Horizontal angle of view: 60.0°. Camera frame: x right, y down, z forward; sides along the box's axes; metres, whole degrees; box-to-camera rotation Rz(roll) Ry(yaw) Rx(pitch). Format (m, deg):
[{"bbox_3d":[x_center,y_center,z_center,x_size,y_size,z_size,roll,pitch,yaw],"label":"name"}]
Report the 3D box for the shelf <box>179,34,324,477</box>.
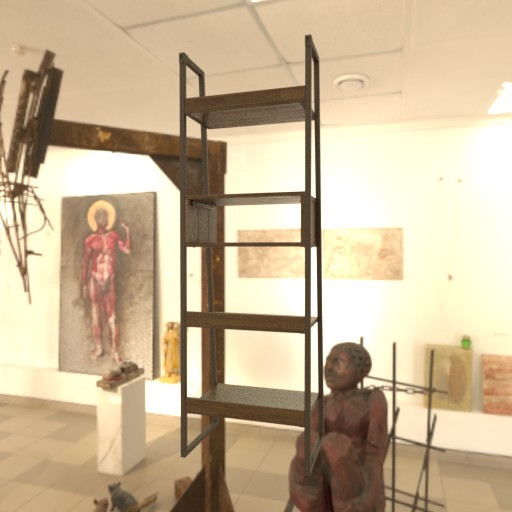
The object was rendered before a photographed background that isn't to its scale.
[{"bbox_3d":[0.000,0.000,2.313,0.652,2.005,0.454,0,1,17],"label":"shelf"}]
